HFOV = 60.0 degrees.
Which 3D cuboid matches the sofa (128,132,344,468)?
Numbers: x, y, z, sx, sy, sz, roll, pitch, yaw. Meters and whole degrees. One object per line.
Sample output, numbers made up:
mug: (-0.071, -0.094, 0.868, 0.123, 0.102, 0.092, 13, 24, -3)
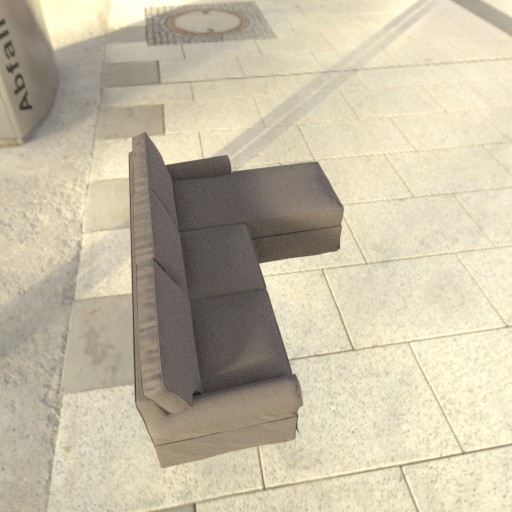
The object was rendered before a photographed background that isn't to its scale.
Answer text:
sofa: (0.000, 0.000, 3.331, 1.733, 0.978, 2.475, -9, 46, -9)
